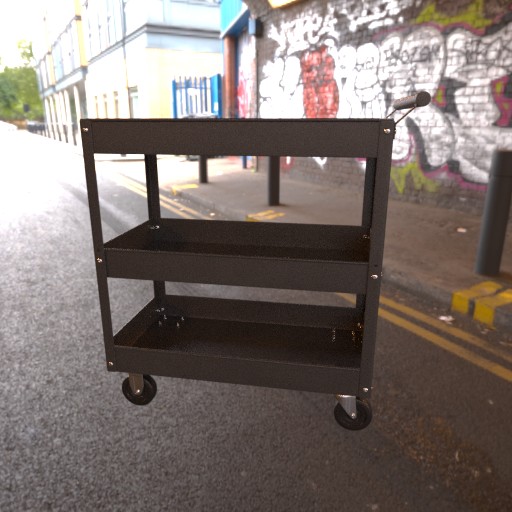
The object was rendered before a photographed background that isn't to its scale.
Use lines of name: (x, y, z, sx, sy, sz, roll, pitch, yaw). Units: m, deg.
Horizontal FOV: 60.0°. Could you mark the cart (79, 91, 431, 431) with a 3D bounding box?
cart: (0.000, 0.000, 1.157, 0.719, 0.780, 0.366, 3, 17, 10)
